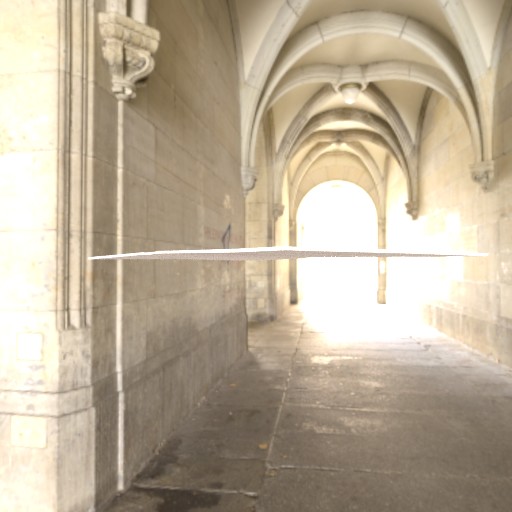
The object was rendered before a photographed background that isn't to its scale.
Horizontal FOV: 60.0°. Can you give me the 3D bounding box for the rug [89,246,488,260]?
[{"bbox_3d":[0.000,0.000,2.307,1.179,0.022,1.820,1,-2,-37],"label":"rug"}]
